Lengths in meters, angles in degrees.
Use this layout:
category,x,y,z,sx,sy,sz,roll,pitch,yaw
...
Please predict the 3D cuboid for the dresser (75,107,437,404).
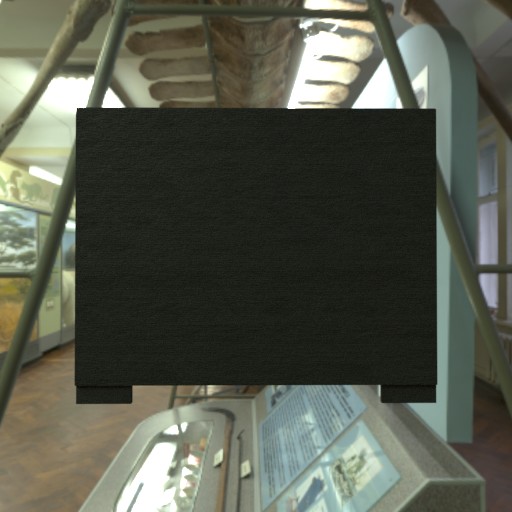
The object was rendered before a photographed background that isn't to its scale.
category,x,y,z,sx,sy,sz,roll,pitch,yaw
dresser,0.000,0.000,1.420,0.994,0.816,0.404,0,-1,-1
